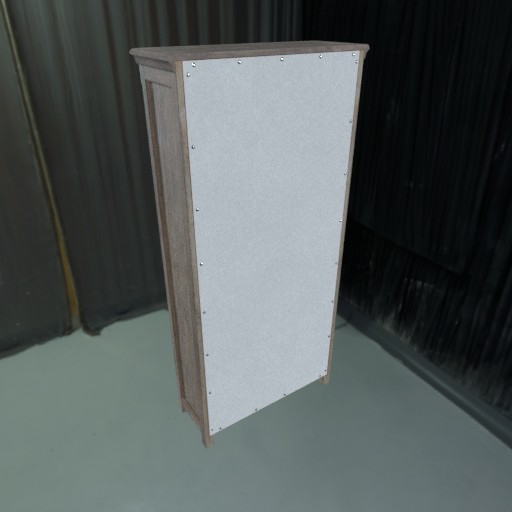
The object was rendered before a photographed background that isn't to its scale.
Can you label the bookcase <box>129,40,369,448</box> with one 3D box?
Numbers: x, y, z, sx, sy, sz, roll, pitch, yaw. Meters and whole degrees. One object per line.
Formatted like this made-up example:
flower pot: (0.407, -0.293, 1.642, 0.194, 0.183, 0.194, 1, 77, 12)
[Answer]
bookcase: (0.000, 0.000, 2.191, 0.906, 1.880, 0.348, -18, 34, -29)
